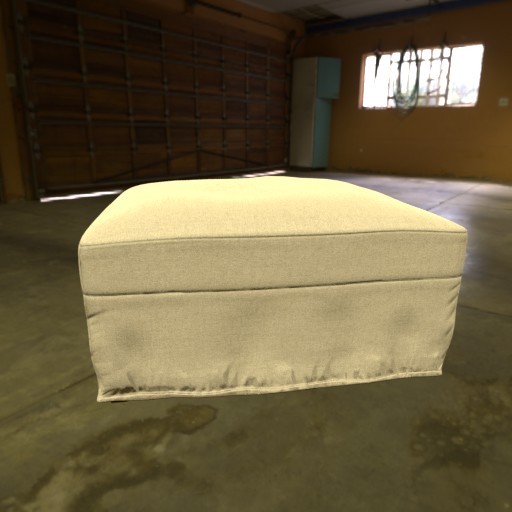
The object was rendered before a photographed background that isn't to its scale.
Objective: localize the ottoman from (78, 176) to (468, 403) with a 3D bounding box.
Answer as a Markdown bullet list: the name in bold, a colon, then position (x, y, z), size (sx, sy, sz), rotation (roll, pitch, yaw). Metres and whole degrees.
- **ottoman**: position (0.000, 0.000, 1.334), size (0.843, 0.436, 0.840), rotation (-2, 16, -8)
